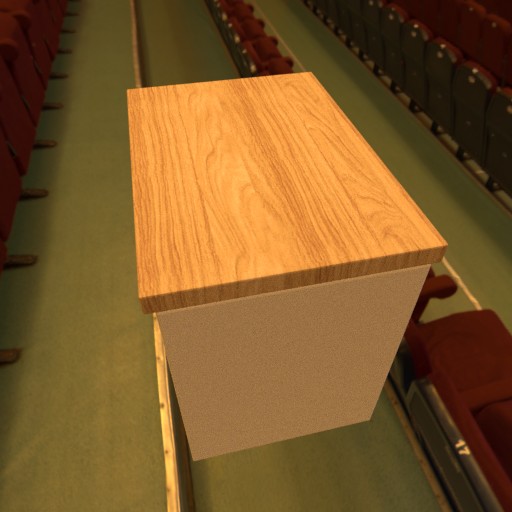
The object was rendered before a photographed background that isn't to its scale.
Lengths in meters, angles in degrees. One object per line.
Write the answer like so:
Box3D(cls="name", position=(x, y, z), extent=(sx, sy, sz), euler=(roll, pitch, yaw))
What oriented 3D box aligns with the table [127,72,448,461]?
Box3D(cls="table", position=(0.000, 0.000, 0.803), extent=(0.360, 0.440, 0.500), euler=(-9, 45, -9))
